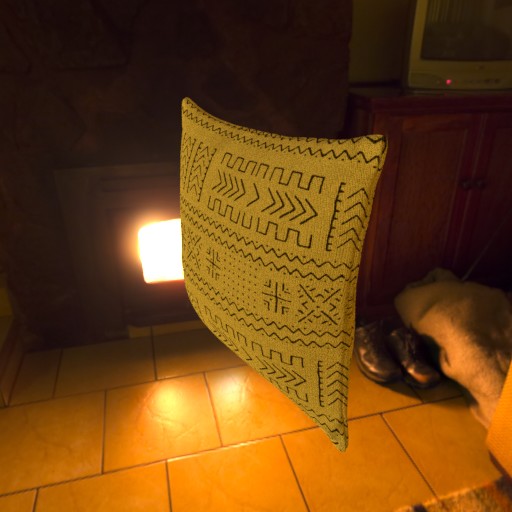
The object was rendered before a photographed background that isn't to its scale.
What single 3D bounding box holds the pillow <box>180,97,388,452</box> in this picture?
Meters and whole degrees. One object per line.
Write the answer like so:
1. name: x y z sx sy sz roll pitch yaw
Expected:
1. pillow: 0.000 0.000 0.678 0.164 0.430 0.438 -17 31 -31
